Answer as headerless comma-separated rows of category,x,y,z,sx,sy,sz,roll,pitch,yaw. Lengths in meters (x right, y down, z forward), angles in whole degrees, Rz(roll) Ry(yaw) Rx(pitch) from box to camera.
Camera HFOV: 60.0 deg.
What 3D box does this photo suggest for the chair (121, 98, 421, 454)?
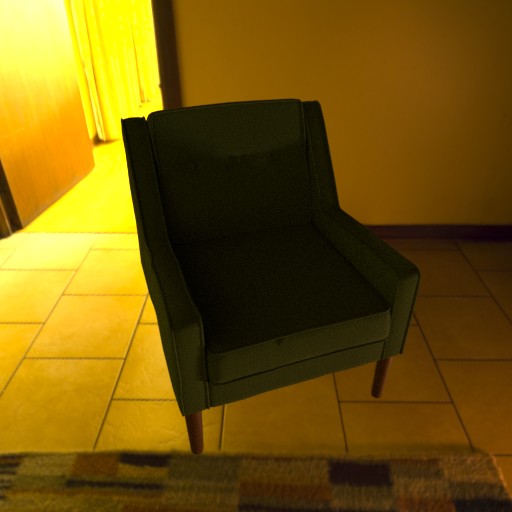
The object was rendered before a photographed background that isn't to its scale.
chair,0.000,0.000,1.356,0.663,0.792,0.743,-11,35,-16
